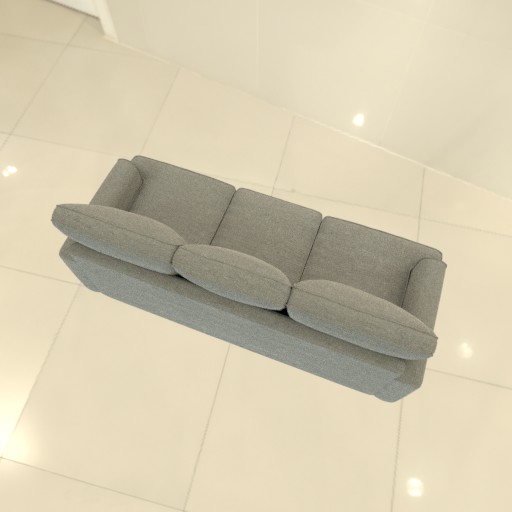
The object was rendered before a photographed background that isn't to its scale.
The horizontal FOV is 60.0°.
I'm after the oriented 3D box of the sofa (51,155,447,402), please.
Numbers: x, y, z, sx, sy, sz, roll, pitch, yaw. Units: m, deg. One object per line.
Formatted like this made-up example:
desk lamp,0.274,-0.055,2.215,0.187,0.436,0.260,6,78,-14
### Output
sofa,0.000,0.000,2.697,2.158,0.965,0.951,19,65,9
